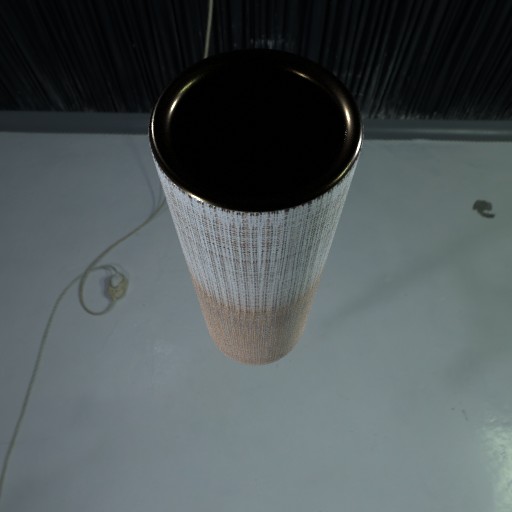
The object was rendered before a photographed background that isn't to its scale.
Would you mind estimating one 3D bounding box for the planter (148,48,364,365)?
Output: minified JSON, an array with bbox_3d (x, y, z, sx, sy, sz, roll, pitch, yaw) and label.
[{"bbox_3d":[0.000,0.000,0.326,0.099,0.278,0.099,-2,63,-1],"label":"planter"}]
